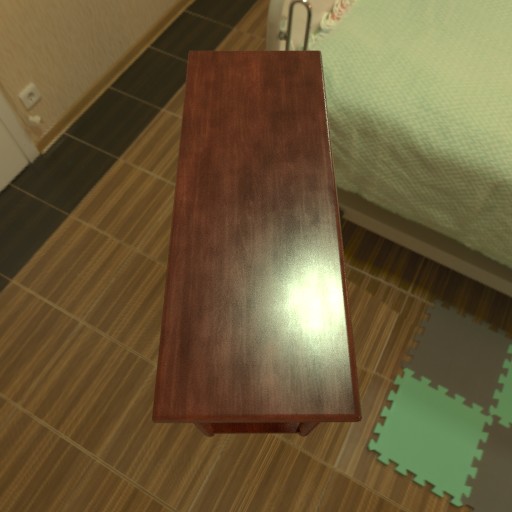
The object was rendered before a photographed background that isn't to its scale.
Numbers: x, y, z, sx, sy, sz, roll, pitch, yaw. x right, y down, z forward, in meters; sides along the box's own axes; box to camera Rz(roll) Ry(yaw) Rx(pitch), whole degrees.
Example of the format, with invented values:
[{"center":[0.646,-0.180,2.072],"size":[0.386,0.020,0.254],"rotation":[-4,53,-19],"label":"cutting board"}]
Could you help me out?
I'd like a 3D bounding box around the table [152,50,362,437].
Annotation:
[{"center":[0.000,0.000,1.550],"size":[0.459,0.740,1.184],"rotation":[0,63,0],"label":"table"}]
